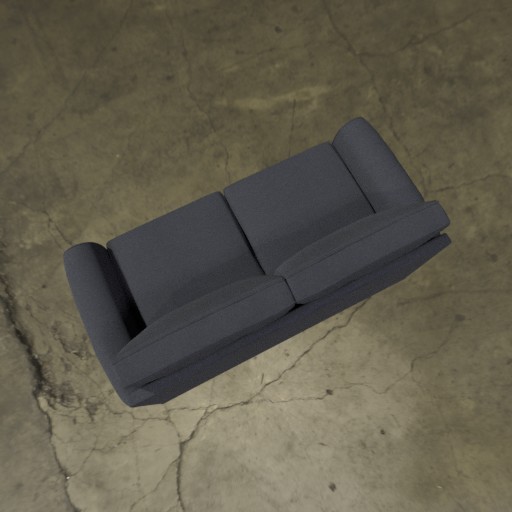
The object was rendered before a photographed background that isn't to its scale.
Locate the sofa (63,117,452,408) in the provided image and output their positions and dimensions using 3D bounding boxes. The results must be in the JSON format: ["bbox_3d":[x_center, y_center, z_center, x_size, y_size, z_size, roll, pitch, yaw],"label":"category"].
[{"bbox_3d":[0.000,0.000,2.568,2.009,1.031,0.951,-26,75,-8],"label":"sofa"}]
